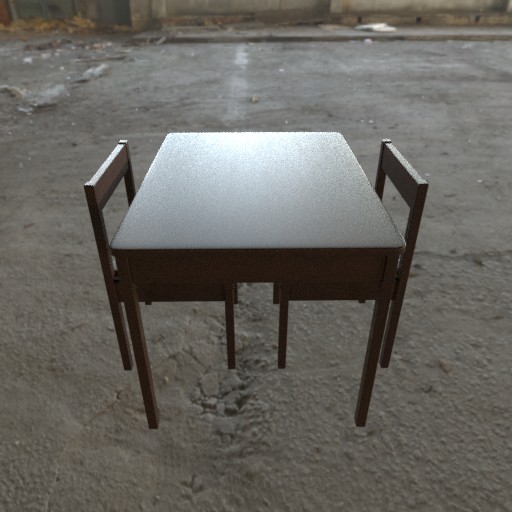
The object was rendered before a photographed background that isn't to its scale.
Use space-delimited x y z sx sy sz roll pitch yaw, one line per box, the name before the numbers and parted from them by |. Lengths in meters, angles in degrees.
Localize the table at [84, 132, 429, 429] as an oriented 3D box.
table | 0.000 0.000 1.111 0.672 0.503 0.650 0 32 -1
